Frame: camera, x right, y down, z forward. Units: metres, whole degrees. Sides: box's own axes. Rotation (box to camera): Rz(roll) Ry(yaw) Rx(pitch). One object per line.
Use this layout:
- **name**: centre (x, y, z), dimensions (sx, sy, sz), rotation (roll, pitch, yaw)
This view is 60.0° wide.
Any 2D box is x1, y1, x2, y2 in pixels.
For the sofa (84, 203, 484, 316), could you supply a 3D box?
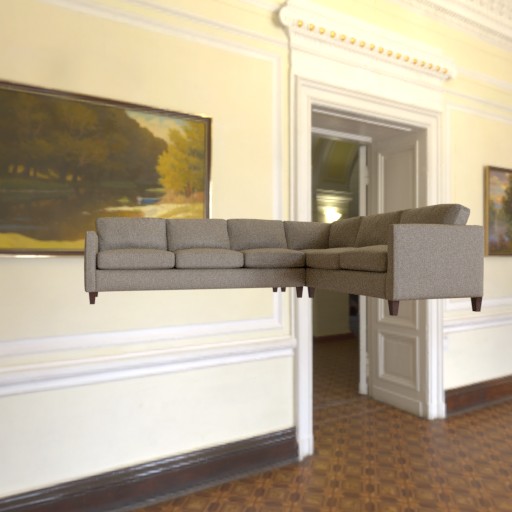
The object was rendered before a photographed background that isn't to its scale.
- **sofa**: centre (0.000, 0.000, 4.460), dimensions (3.302, 0.947, 2.593), rotation (0, 0, -18)
